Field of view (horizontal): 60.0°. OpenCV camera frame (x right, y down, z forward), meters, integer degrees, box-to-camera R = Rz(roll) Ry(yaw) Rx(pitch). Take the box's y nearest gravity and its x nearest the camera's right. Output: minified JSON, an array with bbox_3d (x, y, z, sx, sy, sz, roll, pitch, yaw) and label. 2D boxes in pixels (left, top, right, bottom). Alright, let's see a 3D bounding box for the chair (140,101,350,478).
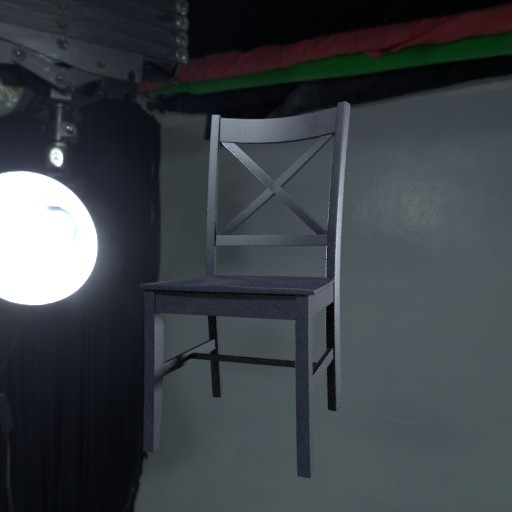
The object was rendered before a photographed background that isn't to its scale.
[{"bbox_3d":[0.000,0.000,1.295,0.485,0.983,0.542,0,1,18],"label":"chair"}]
